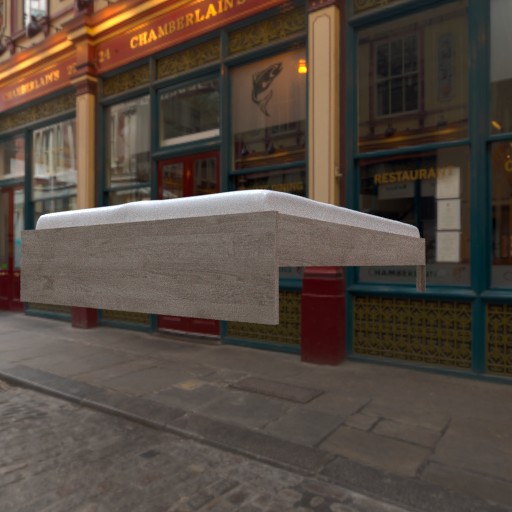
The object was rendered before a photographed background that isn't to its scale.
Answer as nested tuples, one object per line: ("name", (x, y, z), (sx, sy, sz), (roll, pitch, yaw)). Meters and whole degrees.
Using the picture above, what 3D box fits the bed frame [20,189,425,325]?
("bed frame", (0.000, 0.000, 2.578), (1.490, 0.462, 1.950), (-1, -1, 35))
